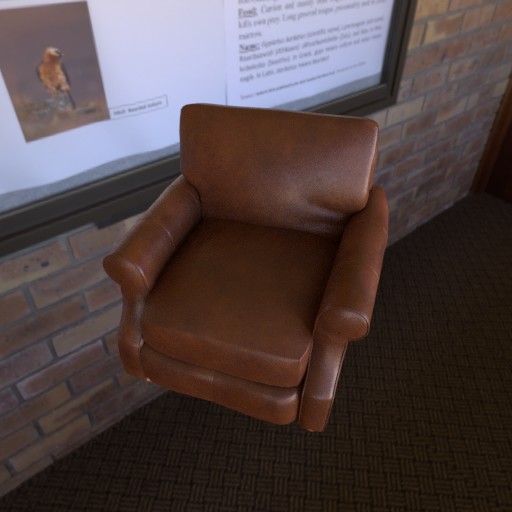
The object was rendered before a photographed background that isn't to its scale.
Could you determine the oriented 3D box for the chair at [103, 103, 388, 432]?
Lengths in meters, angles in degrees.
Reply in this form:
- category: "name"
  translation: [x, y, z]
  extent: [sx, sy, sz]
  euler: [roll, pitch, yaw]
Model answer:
- category: "chair"
  translation: [0.000, 0.000, 1.811]
  extent: [0.989, 0.972, 0.992]
  euler: [12, 41, 14]
